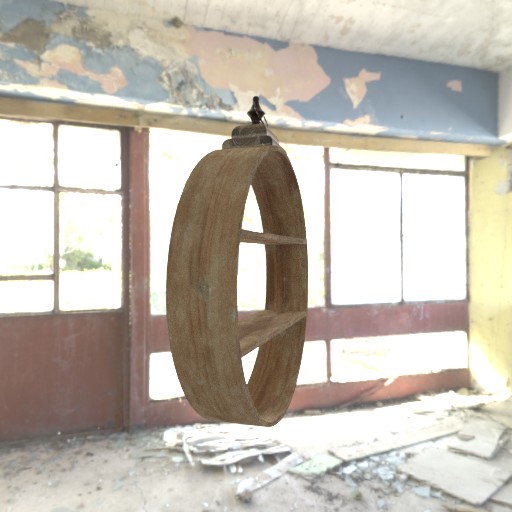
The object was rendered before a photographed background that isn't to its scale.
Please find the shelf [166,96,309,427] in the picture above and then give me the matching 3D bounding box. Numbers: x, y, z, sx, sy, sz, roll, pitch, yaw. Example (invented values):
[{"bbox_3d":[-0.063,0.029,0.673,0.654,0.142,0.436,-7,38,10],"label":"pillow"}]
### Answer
[{"bbox_3d":[0.000,0.000,1.007,0.125,0.725,0.601,0,0,18],"label":"shelf"}]
